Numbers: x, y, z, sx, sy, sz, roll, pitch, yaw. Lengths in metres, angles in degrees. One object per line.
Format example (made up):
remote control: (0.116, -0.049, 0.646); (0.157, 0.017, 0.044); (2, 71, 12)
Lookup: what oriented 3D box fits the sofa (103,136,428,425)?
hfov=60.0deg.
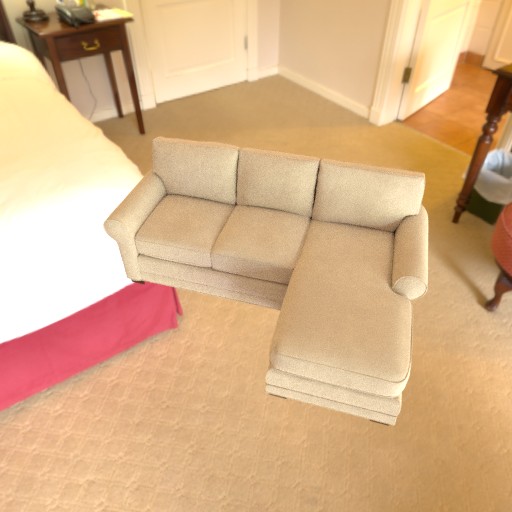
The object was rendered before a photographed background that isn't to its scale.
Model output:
sofa: (0.000, 0.000, 2.416); (1.770, 0.734, 1.226); (11, 43, 12)
